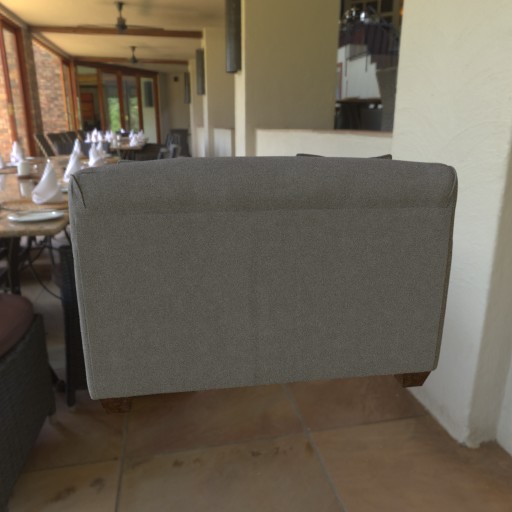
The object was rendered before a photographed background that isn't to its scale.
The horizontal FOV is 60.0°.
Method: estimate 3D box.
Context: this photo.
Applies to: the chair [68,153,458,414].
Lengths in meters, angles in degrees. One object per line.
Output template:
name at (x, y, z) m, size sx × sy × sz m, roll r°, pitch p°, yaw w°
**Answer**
chair at (0.000, 0.000, 2.060) m, size 1.395 × 0.953 × 0.992 m, roll -2°, pitch 16°, yaw -8°
